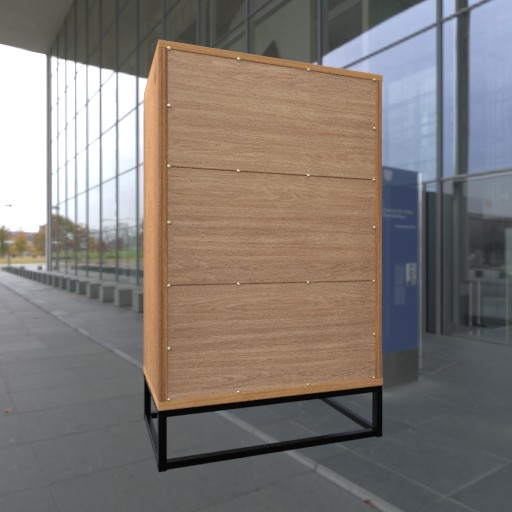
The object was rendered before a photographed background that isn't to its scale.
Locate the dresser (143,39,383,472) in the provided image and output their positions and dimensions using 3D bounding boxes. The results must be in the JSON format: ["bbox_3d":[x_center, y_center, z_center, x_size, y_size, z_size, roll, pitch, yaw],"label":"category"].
[{"bbox_3d":[0.000,0.000,1.616,0.761,1.240,0.479,0,0,-19],"label":"dresser"}]
